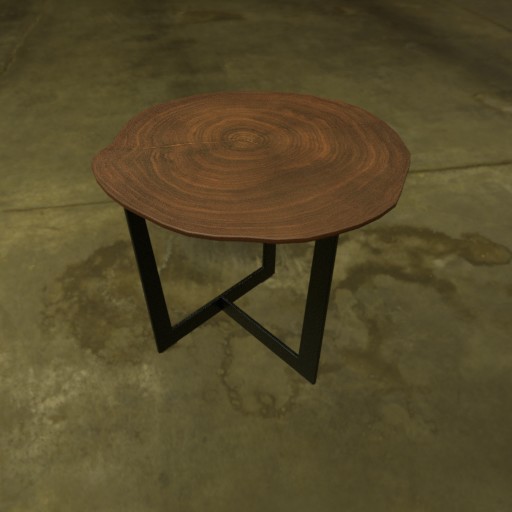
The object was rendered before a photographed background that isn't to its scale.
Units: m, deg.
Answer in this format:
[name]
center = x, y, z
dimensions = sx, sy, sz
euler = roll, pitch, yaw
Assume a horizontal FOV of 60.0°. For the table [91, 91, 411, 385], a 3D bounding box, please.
[table]
center = 0.000, 0.000, 0.870
dimensions = 0.494, 0.476, 0.477
euler = 25, 47, 26
